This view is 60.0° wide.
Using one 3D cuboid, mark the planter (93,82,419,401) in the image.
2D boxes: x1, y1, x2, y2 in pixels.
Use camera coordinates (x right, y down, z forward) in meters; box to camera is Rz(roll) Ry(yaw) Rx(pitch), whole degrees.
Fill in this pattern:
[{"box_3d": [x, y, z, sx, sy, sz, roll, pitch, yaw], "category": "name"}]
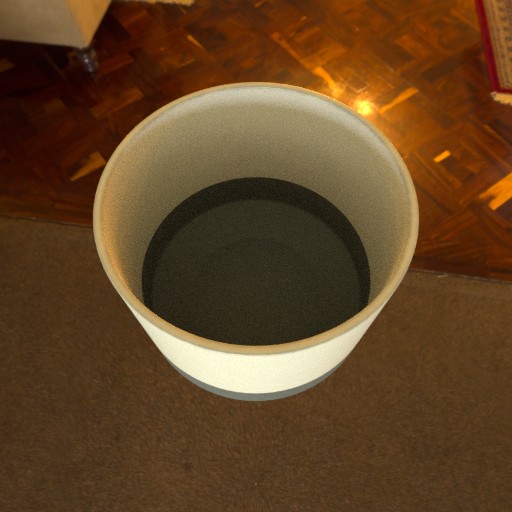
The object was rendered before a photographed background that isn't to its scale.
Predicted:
[{"box_3d": [0.000, 0.000, 0.223, 0.128, 0.105, 0.128, 0, 63, 0], "category": "planter"}]
